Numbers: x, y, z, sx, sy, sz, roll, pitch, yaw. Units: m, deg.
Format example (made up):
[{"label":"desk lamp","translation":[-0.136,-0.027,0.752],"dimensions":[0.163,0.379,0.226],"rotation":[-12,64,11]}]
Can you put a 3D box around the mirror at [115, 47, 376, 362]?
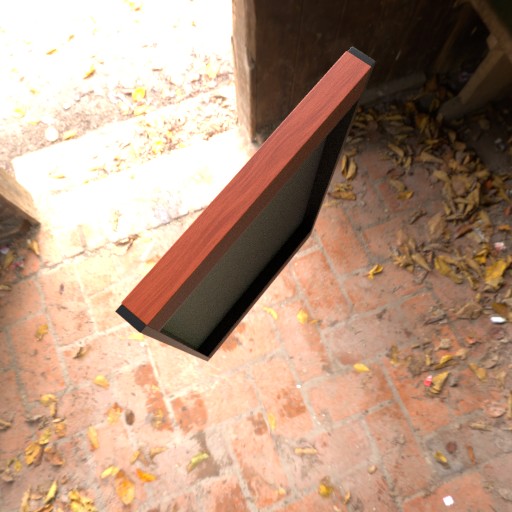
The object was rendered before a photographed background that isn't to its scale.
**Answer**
[{"label":"mirror","translation":[0.000,0.000,1.016],"dimensions":[0.047,0.823,0.525],"rotation":[38,77,10]}]
